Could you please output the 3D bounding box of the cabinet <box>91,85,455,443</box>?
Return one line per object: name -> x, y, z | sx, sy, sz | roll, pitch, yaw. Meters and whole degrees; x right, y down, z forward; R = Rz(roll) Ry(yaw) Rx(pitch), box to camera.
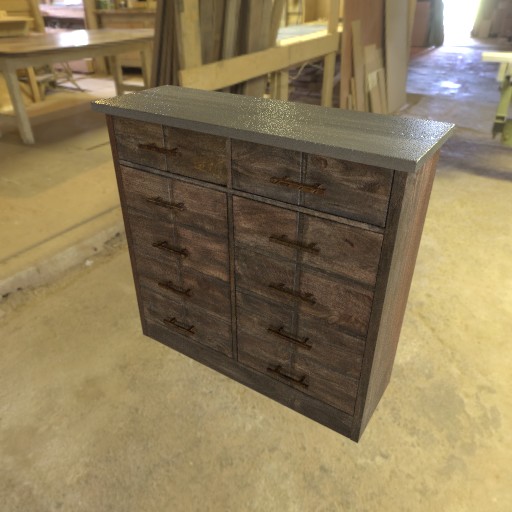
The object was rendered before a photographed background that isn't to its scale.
cabinet -> 0.000, 0.000, 1.450 | 0.968, 0.919, 0.338 | 19, 36, 28
